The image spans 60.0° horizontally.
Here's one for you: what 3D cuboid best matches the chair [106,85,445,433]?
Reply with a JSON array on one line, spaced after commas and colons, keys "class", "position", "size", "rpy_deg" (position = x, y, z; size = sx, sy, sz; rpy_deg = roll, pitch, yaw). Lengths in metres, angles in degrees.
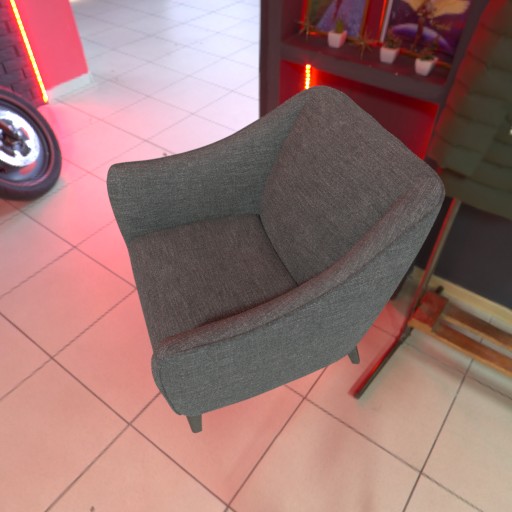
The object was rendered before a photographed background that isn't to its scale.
[{"class": "chair", "position": [0.000, 0.000, 1.531], "size": [0.851, 0.829, 0.870], "rpy_deg": [-15, 47, -15]}]
